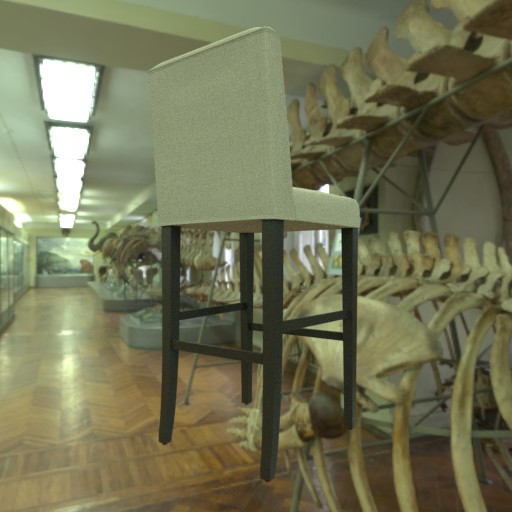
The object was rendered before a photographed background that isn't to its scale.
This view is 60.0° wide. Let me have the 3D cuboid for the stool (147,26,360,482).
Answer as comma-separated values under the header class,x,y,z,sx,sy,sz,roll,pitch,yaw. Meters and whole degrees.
class,x,y,z,sx,sy,sz,roll,pitch,yaw
stool,0.000,0.000,1.377,0.474,1.116,0.509,0,-1,36
